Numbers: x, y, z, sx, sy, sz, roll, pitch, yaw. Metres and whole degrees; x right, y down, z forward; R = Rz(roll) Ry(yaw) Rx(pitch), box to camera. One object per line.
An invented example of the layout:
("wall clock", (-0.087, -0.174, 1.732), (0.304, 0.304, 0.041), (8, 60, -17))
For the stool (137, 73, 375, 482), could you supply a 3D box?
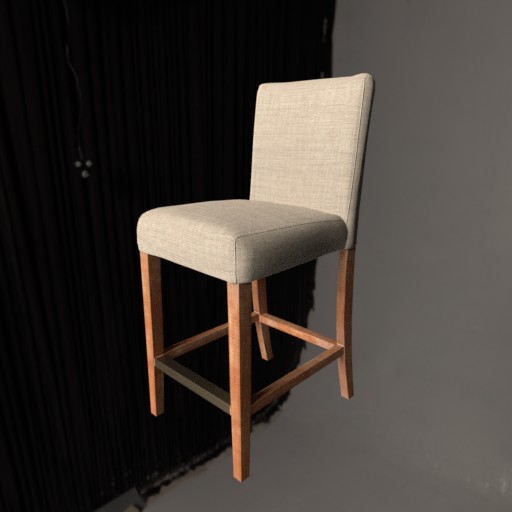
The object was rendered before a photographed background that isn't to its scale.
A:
("stool", (0.000, 0.000, 1.341), (0.454, 1.039, 0.567), (15, 22, 43))
